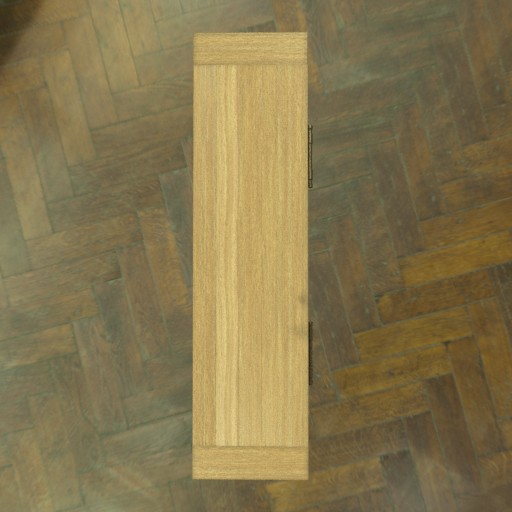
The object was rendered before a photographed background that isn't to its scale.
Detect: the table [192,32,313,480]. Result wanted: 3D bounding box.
[{"bbox_3d":[0.000,0.000,1.960,0.442,0.762,1.599,0,89,1],"label":"table"}]
